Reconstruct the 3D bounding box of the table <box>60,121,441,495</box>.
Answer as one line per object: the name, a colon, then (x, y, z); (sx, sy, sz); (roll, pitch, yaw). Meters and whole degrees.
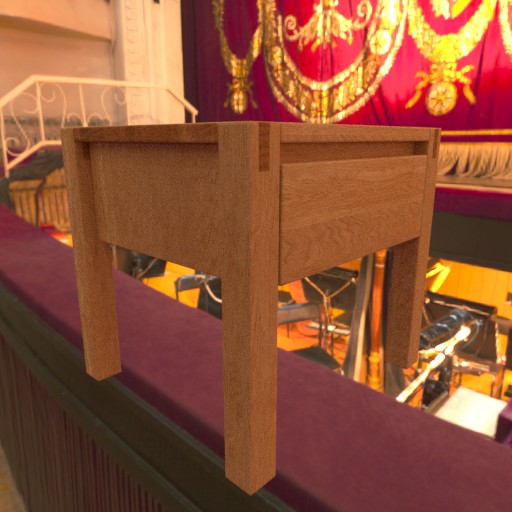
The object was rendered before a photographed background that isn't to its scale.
table: (0.000, 0.000, 0.810); (0.440, 0.450, 0.480); (14, 20, 42)
